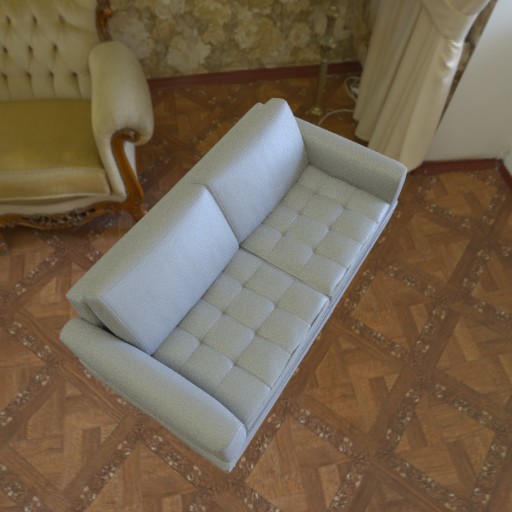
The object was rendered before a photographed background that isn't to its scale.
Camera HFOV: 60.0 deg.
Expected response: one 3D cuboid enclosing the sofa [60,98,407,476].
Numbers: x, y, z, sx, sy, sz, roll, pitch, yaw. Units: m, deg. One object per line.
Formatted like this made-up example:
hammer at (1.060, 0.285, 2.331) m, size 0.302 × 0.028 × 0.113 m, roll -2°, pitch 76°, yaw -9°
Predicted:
sofa at (0.000, 0.000, 2.742) m, size 1.121 × 0.930 × 2.177 m, roll 29°, pitch 62°, yaw 17°
